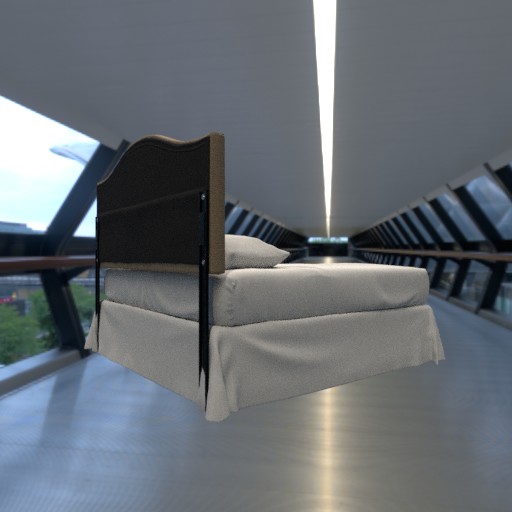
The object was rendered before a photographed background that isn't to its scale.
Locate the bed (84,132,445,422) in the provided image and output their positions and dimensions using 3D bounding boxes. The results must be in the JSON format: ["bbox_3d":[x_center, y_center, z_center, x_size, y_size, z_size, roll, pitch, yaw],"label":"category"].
[{"bbox_3d":[0.000,0.000,3.720,2.222,1.651,2.311,0,0,-36],"label":"bed"}]
